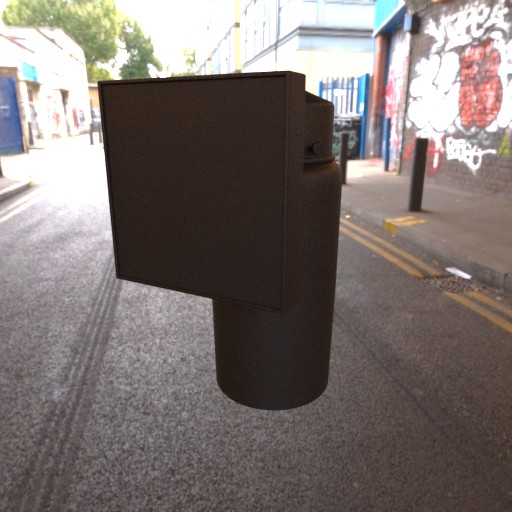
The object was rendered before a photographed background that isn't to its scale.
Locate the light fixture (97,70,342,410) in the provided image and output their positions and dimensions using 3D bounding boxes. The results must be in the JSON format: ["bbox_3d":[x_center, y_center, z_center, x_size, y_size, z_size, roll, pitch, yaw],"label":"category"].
[{"bbox_3d":[0.000,0.000,0.356,0.130,0.257,0.176,9,19,27],"label":"light fixture"}]
